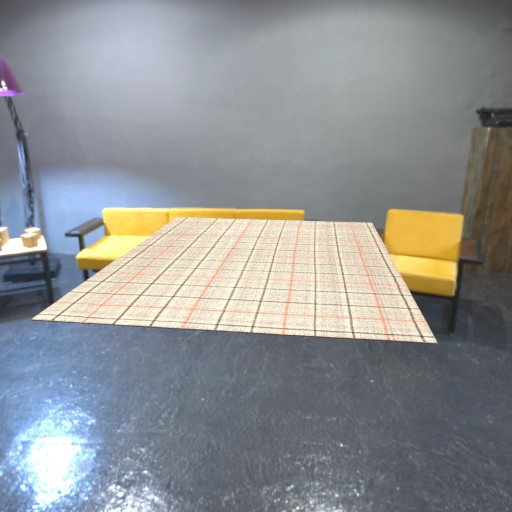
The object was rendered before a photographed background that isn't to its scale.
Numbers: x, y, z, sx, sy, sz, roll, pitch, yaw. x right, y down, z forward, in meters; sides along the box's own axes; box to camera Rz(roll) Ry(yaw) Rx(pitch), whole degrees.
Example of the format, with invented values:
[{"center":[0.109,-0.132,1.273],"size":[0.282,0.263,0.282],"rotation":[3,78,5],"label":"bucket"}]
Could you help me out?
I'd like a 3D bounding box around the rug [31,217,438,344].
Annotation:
[{"center":[0.000,0.000,4.061],"size":[2.444,0.012,3.048],"rotation":[2,17,7],"label":"rug"}]
